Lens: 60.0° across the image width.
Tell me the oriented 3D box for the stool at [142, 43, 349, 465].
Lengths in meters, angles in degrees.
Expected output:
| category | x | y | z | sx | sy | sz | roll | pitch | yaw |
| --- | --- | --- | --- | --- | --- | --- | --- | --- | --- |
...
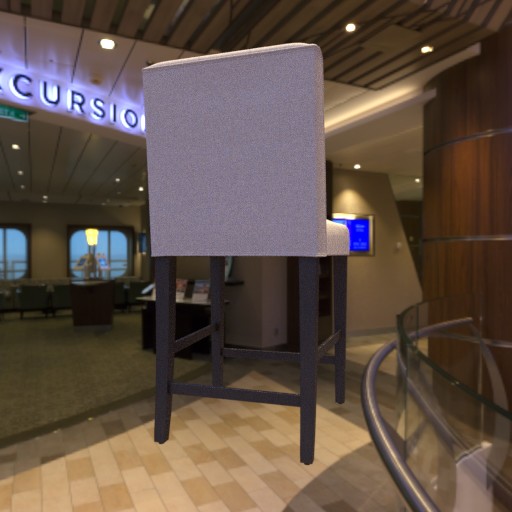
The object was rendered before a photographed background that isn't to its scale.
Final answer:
| category | x | y | z | sx | sy | sz | roll | pitch | yaw |
| --- | --- | --- | --- | --- | --- | --- | --- | --- | --- |
| stool | 0.000 | 0.000 | 1.253 | 0.474 | 0.939 | 0.509 | 0 | 0 | 17 |
